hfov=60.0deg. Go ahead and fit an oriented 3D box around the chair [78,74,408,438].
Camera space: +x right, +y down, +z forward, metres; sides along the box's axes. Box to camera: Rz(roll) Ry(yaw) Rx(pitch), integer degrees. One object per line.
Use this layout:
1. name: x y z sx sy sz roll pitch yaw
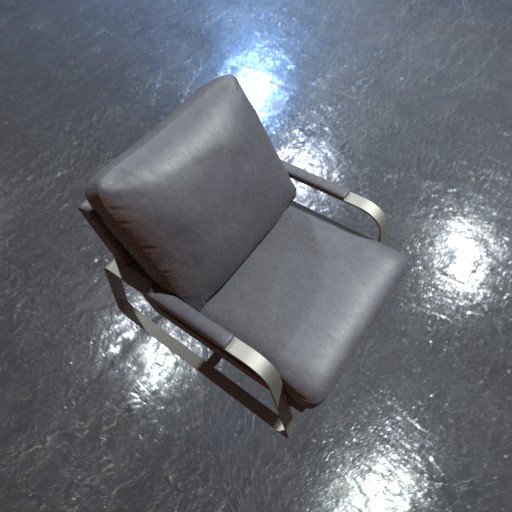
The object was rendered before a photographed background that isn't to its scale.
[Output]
1. chair: 0.000 0.000 1.494 0.878 0.839 0.692 32 64 18
